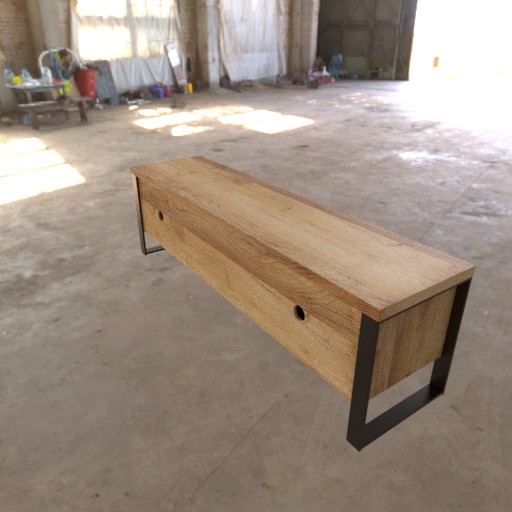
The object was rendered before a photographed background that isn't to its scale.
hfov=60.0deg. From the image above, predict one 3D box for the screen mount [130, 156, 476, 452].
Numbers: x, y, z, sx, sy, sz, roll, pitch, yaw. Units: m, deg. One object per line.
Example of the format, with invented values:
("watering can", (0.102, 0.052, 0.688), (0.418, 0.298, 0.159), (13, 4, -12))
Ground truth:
("screen mount", (0.000, 0.000, 1.744), (0.395, 0.450, 1.524), (-17, 31, -31))
